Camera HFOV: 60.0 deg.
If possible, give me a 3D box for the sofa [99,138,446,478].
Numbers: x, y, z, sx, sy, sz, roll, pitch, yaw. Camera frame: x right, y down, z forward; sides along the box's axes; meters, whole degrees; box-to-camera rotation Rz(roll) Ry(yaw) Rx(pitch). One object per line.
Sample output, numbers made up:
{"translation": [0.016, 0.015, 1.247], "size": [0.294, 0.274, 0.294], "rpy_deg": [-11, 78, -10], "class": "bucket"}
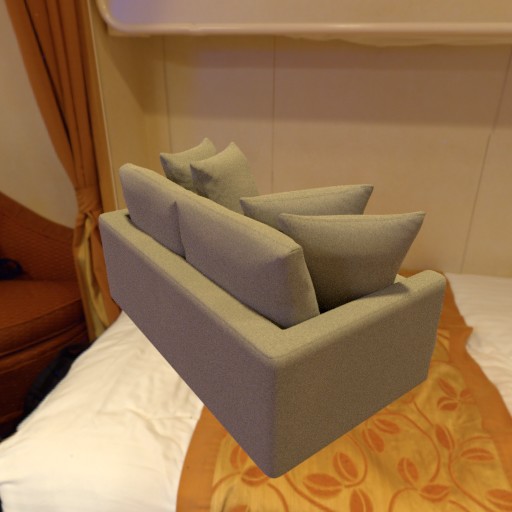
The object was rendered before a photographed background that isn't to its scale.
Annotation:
{"translation": [0.000, 0.000, 2.578], "size": [1.228, 1.080, 1.869], "rpy_deg": [-17, 30, -32], "class": "sofa"}
